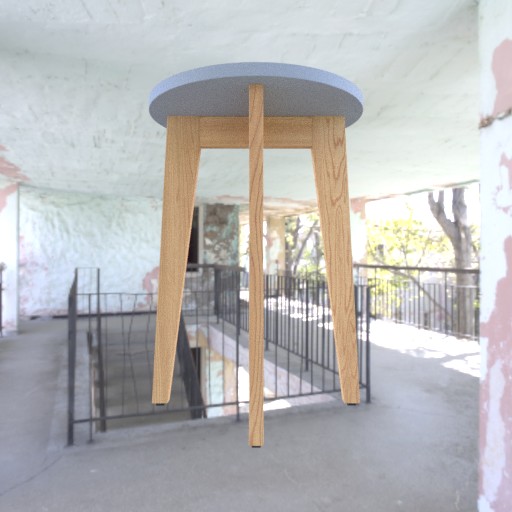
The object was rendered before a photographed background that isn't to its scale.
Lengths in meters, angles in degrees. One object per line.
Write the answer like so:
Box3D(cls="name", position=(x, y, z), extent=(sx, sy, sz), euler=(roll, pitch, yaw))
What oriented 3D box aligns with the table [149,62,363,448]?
Box3D(cls="table", position=(0.000, 0.000, 0.745), extent=(0.350, 0.500, 0.350), euler=(0, 0, 0))
